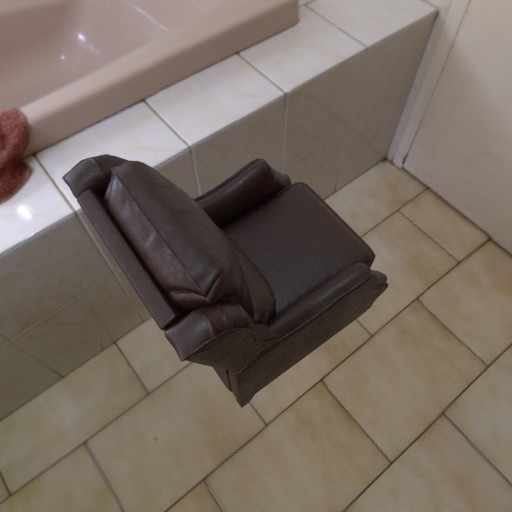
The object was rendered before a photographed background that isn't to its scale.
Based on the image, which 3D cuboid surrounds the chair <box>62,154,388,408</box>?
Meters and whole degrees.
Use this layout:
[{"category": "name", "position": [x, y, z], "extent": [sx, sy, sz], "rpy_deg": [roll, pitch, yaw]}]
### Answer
[{"category": "chair", "position": [0.000, 0.000, 1.806], "extent": [0.982, 1.132, 0.770], "rpy_deg": [-32, 65, -17]}]
